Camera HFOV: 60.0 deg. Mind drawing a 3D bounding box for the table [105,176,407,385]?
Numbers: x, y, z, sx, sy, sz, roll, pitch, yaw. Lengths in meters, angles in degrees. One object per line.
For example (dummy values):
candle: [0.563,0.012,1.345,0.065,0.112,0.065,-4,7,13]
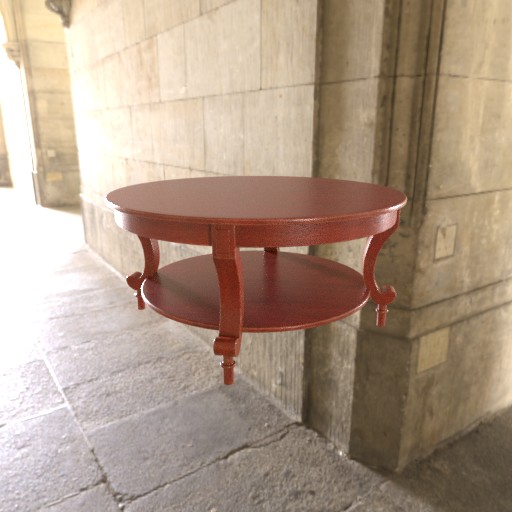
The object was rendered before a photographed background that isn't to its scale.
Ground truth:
table: [0.000,0.000,1.647,1.029,0.486,1.029,0,16,0]
